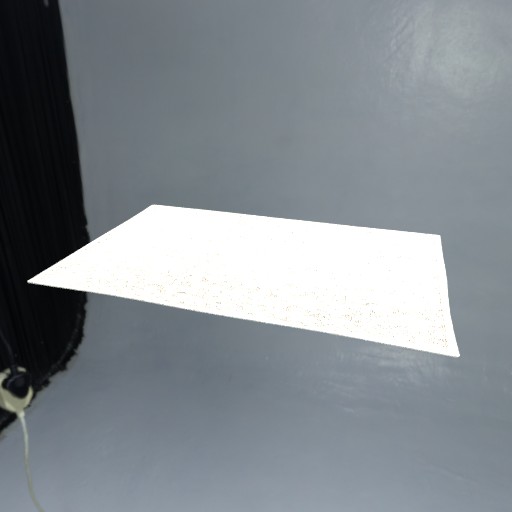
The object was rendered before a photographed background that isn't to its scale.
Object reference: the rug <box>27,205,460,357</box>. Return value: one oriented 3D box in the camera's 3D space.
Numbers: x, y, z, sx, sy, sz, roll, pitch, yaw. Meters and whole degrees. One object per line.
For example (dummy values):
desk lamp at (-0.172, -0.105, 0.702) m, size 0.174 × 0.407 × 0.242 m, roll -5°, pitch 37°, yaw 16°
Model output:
rug at (0.000, 0.000, 3.013) m, size 2.435 × 0.012 × 1.529 m, roll 8°, pitch 26°, yaw 16°
